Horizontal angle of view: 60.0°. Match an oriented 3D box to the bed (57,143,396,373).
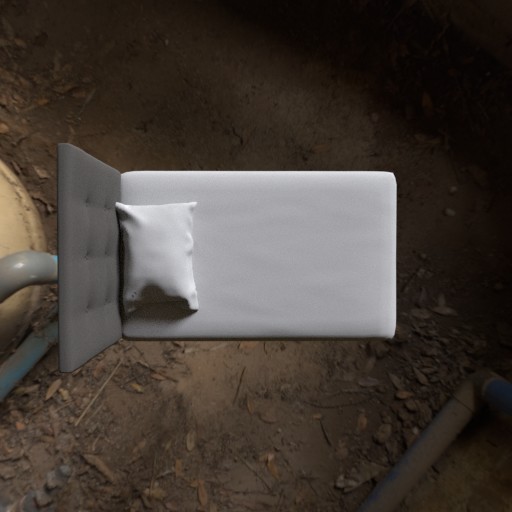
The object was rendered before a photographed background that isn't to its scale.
[{"bbox_3d":[0.000,0.000,2.957,1.997,1.571,1.261,0,91,0],"label":"bed"}]
